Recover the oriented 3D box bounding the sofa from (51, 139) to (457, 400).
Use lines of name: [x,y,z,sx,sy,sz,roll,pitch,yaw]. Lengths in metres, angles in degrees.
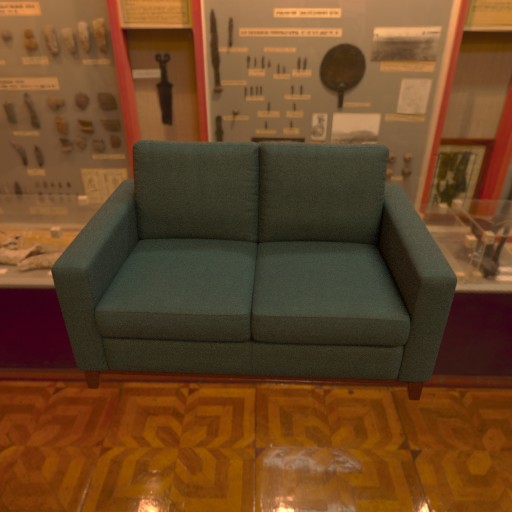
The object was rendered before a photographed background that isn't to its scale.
sofa: [0.000,0.000,2.070,1.489,0.903,0.955,1,31,2]
